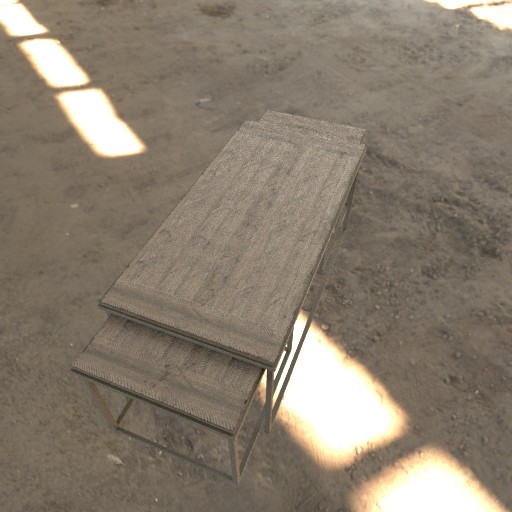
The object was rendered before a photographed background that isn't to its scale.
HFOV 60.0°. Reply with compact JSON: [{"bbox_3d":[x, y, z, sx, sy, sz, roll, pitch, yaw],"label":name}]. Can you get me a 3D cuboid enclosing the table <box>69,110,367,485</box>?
[{"bbox_3d":[0.000,0.000,1.535,0.489,0.427,1.312,16,49,15],"label":"table"}]
